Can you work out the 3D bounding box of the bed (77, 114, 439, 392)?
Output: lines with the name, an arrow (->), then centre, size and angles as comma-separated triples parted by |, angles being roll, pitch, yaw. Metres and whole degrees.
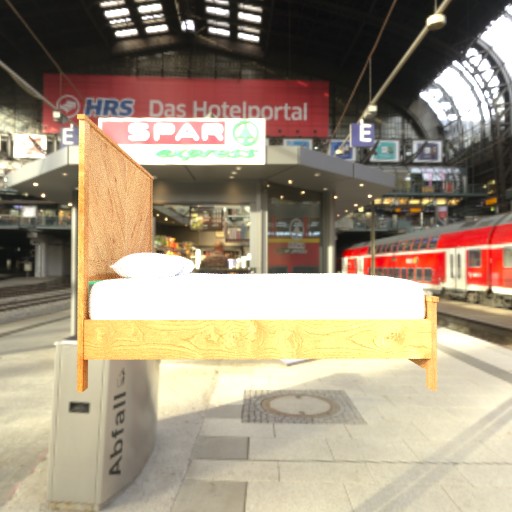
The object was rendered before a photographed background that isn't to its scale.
bed -> 0.000, 0.000, 3.660 | 2.201, 1.686, 1.936 | 0, -1, -1
